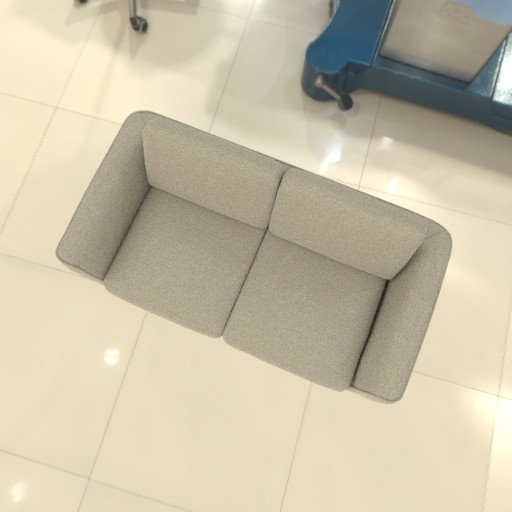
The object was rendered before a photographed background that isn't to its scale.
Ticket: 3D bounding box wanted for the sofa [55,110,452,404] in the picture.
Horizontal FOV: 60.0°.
[{"bbox_3d":[0.000,0.000,2.223,1.700,0.850,0.920,22,77,6],"label":"sofa"}]
